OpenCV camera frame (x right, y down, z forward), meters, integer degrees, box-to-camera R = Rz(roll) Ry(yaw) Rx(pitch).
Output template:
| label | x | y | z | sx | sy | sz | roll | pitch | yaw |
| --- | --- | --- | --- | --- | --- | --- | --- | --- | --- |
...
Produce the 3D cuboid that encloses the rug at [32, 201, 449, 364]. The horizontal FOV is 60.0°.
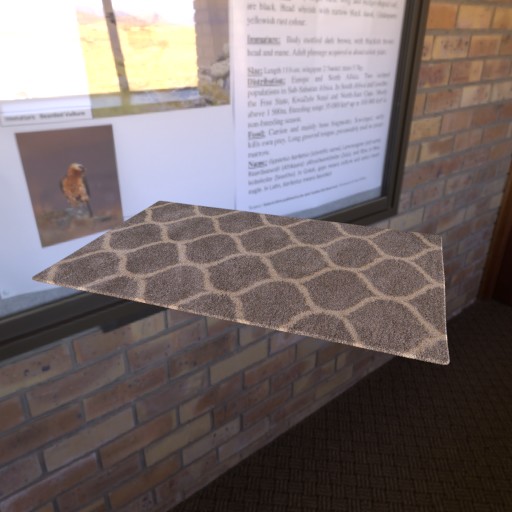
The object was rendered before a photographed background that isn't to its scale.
| label | x | y | z | sx | sy | sz | roll | pitch | yaw |
| --- | --- | --- | --- | --- | --- | --- | --- | --- | --- |
| rug | 0.000 | 0.000 | 2.953 | 2.348 | 0.025 | 1.501 | 9 | 28 | 17 |
